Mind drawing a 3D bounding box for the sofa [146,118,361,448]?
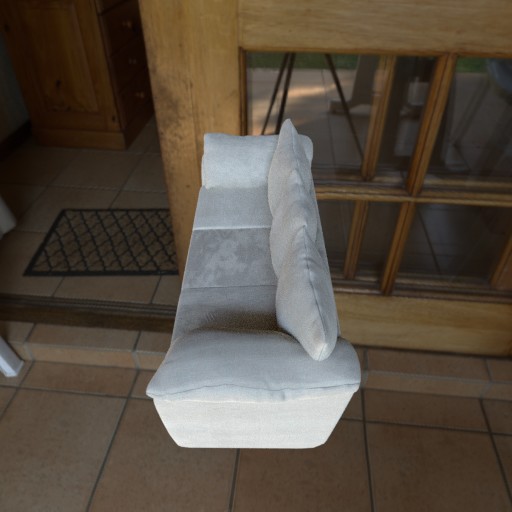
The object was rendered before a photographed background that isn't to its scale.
[{"bbox_3d":[0.000,0.000,2.808,0.893,0.981,2.377,0,40,0],"label":"sofa"}]
